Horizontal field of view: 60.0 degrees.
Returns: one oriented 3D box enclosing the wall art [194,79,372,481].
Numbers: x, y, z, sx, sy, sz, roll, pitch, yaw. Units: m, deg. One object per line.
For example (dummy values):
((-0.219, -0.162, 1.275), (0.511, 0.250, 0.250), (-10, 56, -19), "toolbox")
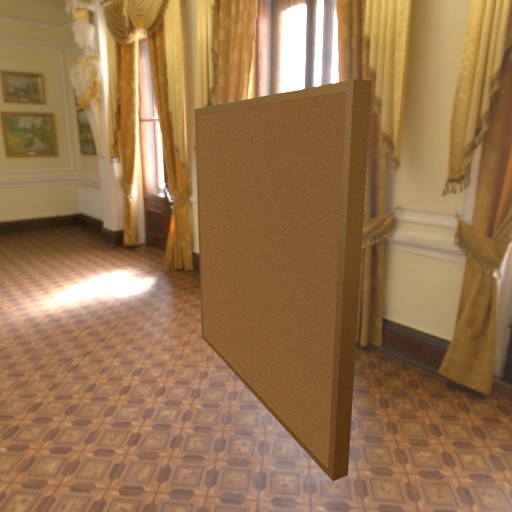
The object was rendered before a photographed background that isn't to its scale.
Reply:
((0.000, 0.000, 1.138), (0.038, 0.762, 0.762), (-7, 16, -26), "wall art")
